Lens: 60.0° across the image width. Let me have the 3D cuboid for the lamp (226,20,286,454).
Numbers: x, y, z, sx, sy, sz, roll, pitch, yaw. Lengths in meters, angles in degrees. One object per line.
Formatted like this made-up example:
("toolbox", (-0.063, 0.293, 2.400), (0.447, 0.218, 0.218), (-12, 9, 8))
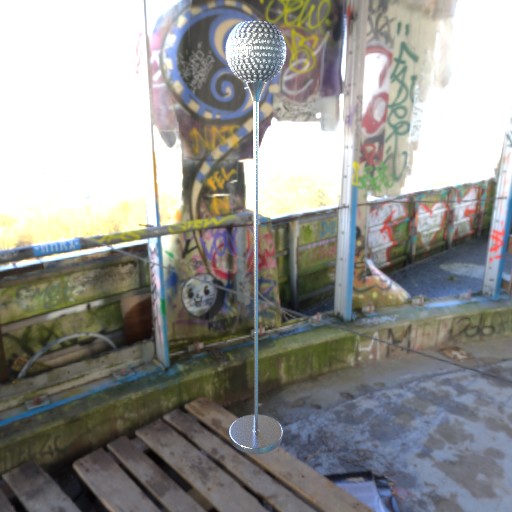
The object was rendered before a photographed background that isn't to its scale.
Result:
("lamp", (0.000, 0.000, 1.904), (0.254, 1.805, 0.254), (0, 15, 0))
